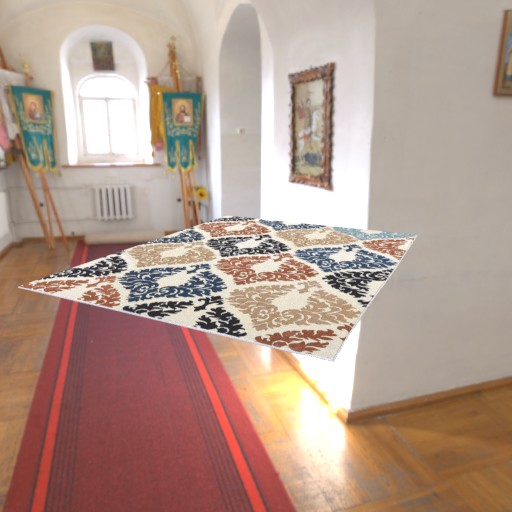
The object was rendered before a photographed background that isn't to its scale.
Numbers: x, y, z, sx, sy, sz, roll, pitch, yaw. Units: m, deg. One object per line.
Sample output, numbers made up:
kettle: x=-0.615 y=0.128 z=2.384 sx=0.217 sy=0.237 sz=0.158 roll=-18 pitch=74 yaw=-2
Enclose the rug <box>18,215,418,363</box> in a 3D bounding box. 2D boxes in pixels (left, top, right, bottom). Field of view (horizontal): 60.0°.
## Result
rug: x=0.000 y=0.000 z=4.053 sx=2.423 sy=0.014 sz=3.040 roll=8 pitch=18 yaw=26
